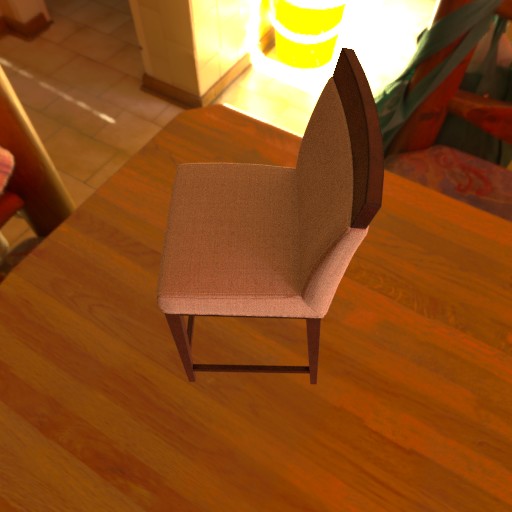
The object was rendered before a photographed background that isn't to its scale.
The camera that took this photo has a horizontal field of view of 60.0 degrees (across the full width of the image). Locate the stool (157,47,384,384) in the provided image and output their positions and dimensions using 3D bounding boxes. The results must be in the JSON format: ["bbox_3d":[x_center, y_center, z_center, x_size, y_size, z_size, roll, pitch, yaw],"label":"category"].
[{"bbox_3d":[0.000,0.000,1.278,0.480,1.011,0.463,1,57,1],"label":"stool"}]
